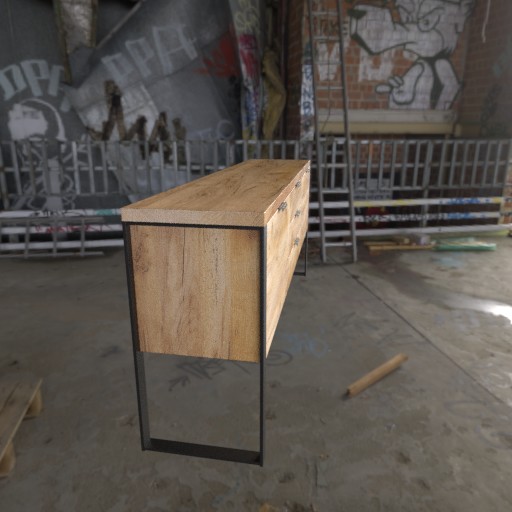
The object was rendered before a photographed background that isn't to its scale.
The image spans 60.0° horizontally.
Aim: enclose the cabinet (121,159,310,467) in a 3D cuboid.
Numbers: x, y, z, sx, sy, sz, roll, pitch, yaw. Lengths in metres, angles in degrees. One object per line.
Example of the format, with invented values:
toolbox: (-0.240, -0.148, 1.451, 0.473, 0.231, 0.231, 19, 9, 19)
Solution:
cabinet: (0.000, 0.000, 2.085, 0.395, 0.762, 1.800, 3, 17, 10)
